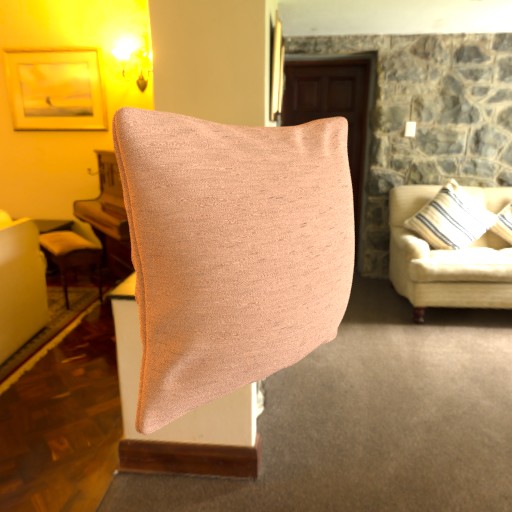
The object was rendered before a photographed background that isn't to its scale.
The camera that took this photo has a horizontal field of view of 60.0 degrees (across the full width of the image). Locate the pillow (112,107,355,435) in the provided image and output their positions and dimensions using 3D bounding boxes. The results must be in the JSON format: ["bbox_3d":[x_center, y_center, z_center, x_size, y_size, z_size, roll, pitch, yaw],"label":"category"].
[{"bbox_3d":[0.000,0.000,0.673,0.432,0.415,0.246,-14,21,-43],"label":"pillow"}]
